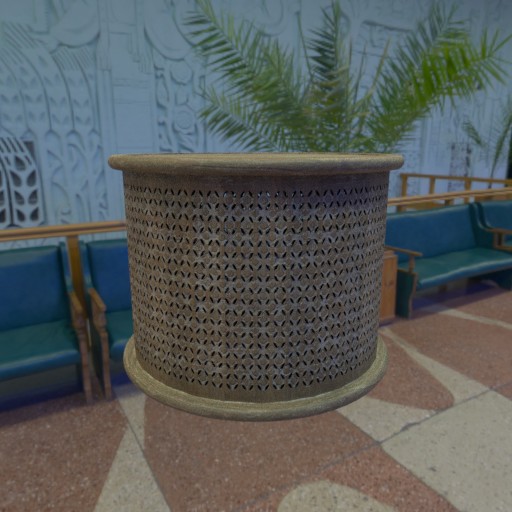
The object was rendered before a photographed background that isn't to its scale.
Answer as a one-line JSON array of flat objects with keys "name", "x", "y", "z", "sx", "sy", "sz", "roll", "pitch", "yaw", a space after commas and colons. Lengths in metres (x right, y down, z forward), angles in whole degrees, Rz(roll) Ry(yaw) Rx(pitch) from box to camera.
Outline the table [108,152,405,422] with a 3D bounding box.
[{"name": "table", "x": 0.000, "y": 0.000, "z": 1.004, "sx": 0.607, "sy": 0.450, "sz": 0.607, "roll": 0, "pitch": 14, "yaw": 0}]
